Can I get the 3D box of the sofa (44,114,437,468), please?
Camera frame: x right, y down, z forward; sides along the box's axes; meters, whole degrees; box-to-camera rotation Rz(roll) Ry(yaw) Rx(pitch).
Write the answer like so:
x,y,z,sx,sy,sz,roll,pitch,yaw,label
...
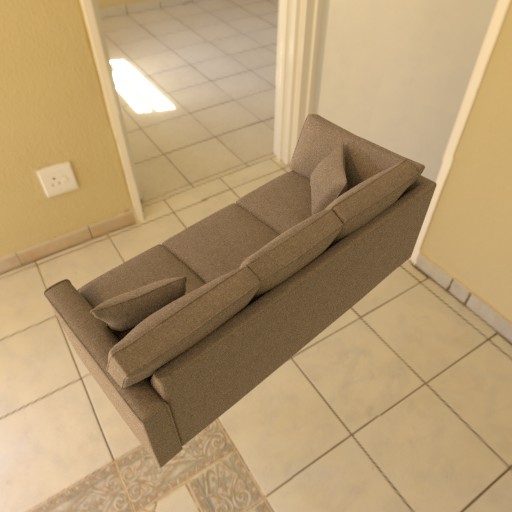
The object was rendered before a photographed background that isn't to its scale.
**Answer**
x,y,z,sx,sy,sz,roll,pitch,yaw,label
0.000,0.000,2.843,2.317,0.962,1.061,-33,54,-28,sofa
